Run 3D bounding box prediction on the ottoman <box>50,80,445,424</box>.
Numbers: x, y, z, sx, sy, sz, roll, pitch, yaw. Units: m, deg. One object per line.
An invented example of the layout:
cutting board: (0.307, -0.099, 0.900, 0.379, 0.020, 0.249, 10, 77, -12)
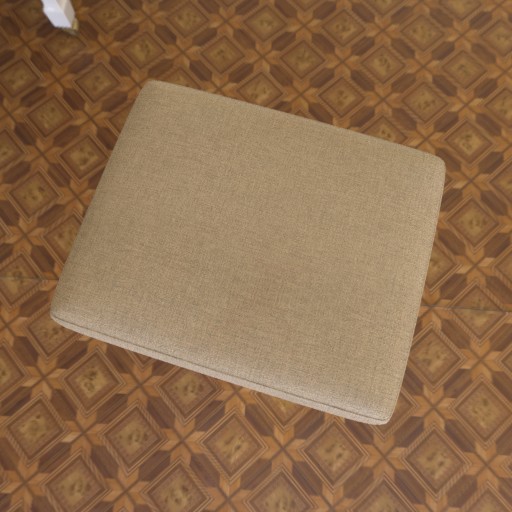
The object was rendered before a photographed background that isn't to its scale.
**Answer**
ottoman: (0.000, 0.000, 1.223, 0.820, 0.490, 0.671, 16, 76, 4)
